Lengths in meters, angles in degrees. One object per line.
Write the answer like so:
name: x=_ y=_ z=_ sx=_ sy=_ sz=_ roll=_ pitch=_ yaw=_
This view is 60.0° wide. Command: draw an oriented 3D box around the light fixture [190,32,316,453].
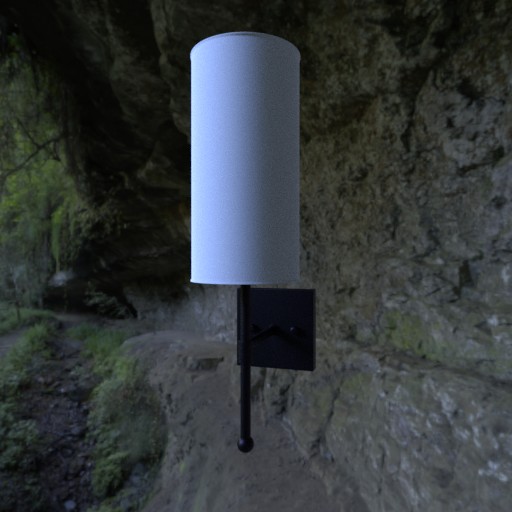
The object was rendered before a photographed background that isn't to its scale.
light fixture: x=0.000 y=0.000 z=0.559 sx=0.128 sy=0.462 sz=0.208 roll=0 pitch=0 yaw=18
